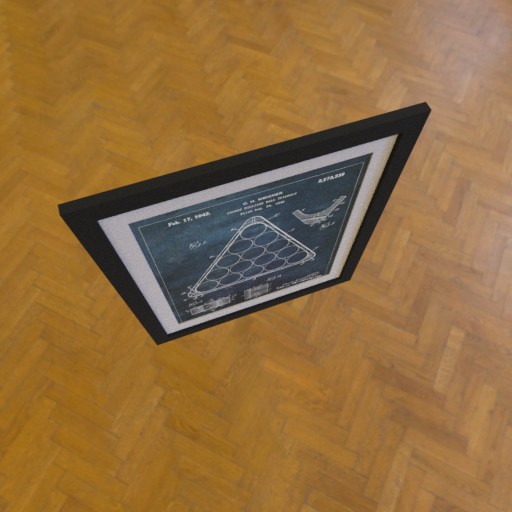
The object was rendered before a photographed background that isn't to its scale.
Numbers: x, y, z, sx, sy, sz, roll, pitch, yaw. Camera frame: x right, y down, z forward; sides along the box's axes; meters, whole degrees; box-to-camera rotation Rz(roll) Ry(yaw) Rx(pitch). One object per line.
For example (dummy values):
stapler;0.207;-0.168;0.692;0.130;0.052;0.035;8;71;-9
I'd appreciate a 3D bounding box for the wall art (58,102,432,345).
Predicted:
wall art;0.000;0.000;0.514;0.311;0.361;0.010;-18;65;-9
